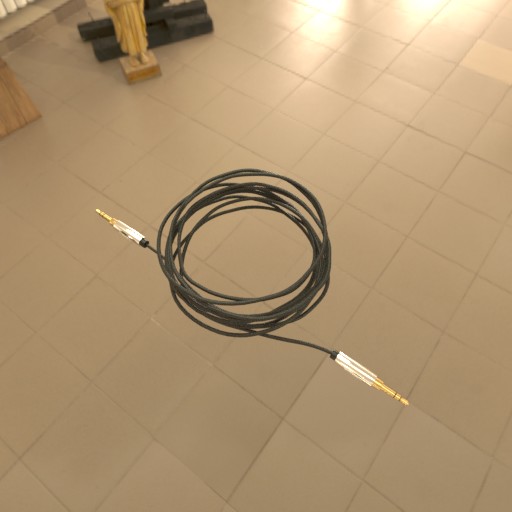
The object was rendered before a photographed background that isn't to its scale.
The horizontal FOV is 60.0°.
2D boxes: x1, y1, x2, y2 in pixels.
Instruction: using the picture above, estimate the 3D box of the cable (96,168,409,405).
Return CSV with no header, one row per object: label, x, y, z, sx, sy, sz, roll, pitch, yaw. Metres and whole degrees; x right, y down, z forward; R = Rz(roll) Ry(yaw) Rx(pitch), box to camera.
cable,0.000,0.000,0.503,0.432,0.069,0.198,32,63,18
